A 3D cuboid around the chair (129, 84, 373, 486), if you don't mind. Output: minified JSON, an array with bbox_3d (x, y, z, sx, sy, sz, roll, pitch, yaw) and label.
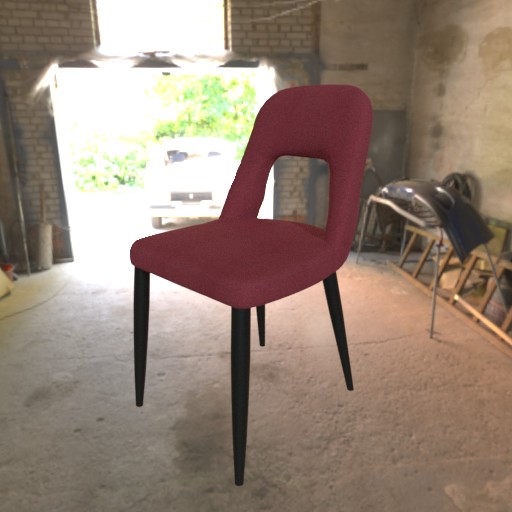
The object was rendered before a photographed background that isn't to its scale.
[{"bbox_3d":[0.000,0.000,1.208,0.483,0.892,0.569,16,24,41],"label":"chair"}]
